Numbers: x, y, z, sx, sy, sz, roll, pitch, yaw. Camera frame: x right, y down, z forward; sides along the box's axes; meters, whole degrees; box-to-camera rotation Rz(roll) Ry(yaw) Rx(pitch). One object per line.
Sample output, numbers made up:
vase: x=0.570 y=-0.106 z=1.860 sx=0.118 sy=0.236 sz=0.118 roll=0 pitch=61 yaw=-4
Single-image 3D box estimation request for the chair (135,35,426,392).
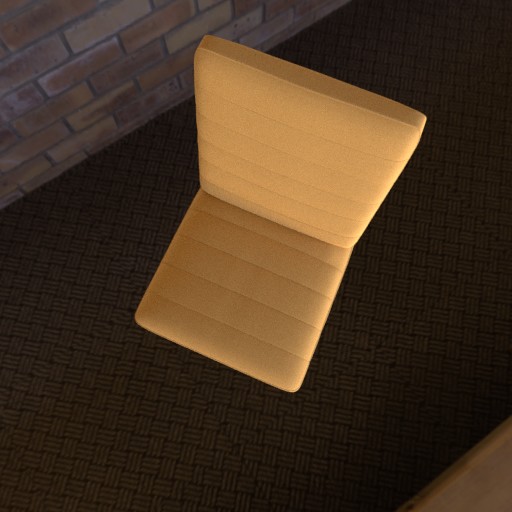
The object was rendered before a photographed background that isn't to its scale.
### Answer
chair: x=0.000 y=0.000 z=1.294 sx=0.520 sy=0.930 sz=0.634 roll=23 pitch=77 yaw=6
